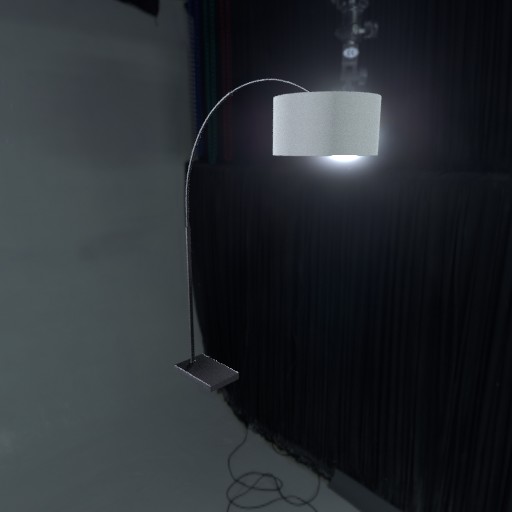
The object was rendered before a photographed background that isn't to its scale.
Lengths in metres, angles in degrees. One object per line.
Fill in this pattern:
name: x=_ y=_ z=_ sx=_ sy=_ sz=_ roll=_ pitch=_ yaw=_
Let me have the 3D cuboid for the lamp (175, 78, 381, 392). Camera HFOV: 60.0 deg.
lamp: x=0.000 y=0.000 z=2.587 sx=0.493 sy=1.927 sz=1.424 roll=-13 pitch=19 yaw=-43
